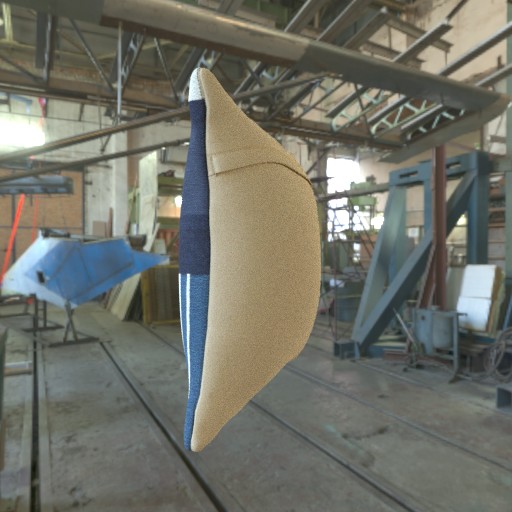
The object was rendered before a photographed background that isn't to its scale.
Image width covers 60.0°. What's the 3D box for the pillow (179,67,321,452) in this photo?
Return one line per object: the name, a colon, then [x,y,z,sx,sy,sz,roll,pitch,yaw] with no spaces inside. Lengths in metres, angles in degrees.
pillow: [0.000,0.000,0.820,0.229,0.506,0.536,0,1,18]
